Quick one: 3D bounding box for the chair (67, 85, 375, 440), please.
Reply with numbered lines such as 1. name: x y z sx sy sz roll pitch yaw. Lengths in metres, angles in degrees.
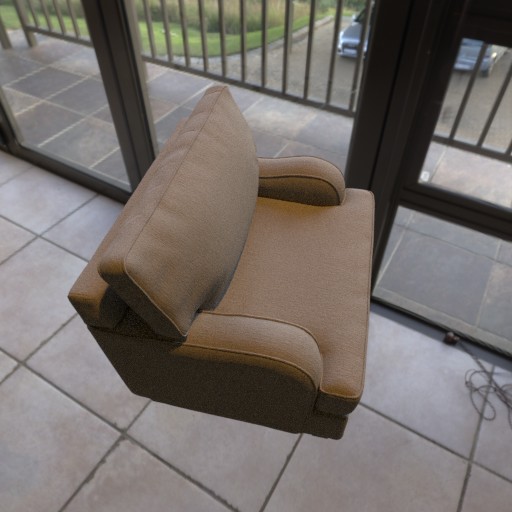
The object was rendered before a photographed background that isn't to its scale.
1. chair: 0.000 0.000 2.004 1.041 1.016 1.220 9 47 8
